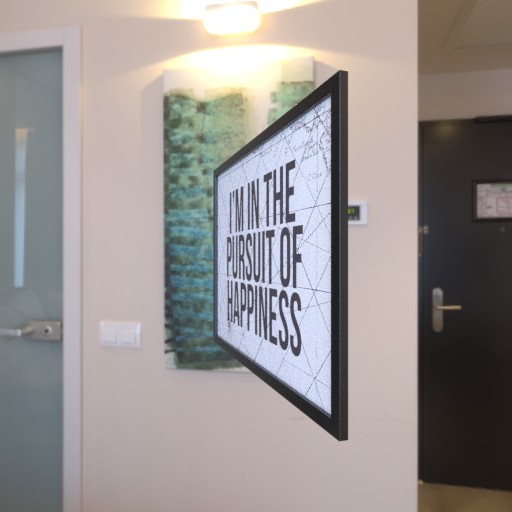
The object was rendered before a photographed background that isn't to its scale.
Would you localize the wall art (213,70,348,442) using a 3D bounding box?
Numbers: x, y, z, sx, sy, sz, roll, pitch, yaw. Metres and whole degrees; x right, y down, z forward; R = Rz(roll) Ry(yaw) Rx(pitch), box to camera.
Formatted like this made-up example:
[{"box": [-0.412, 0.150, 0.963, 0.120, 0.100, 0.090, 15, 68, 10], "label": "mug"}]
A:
[{"box": [0.000, 0.000, 1.046, 0.015, 0.552, 0.819, 0, 0, -19], "label": "wall art"}]
